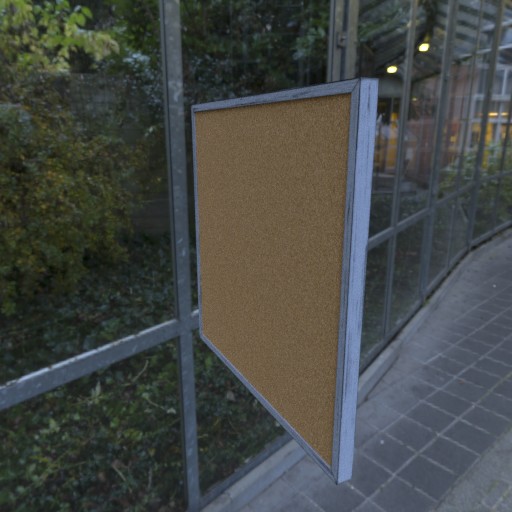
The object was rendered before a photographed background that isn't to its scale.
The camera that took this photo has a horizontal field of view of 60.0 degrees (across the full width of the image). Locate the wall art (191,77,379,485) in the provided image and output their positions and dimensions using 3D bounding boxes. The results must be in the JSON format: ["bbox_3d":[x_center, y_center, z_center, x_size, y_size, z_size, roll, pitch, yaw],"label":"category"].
[{"bbox_3d":[0.000,0.000,1.116,0.037,0.761,0.761,-8,17,-27],"label":"wall art"}]
